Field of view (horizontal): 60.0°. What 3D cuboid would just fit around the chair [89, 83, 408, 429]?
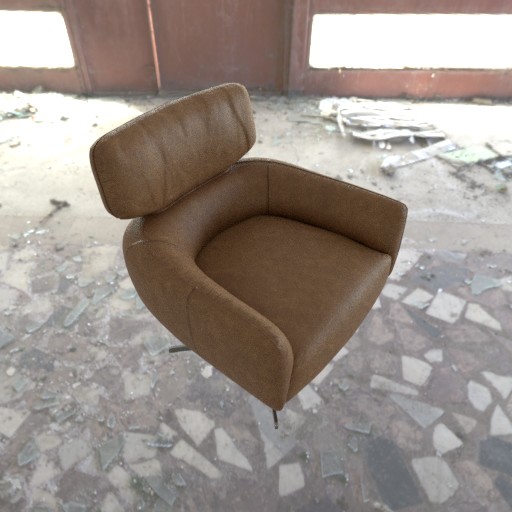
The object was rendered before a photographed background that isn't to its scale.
[{"bbox_3d":[0.000,0.000,1.368,0.715,0.812,0.706,27,48,28],"label":"chair"}]
